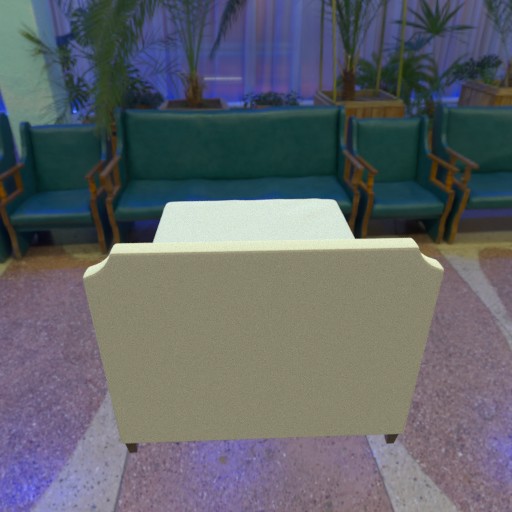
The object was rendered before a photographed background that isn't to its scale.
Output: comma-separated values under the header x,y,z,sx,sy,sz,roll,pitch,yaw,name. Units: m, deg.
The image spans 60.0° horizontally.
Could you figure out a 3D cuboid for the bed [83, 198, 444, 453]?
x,y,z,sx,sy,sz,roll,pitch,yaw,name
0.000,0.000,3.347,1.703,1.415,2.329,-1,30,-2,bed
